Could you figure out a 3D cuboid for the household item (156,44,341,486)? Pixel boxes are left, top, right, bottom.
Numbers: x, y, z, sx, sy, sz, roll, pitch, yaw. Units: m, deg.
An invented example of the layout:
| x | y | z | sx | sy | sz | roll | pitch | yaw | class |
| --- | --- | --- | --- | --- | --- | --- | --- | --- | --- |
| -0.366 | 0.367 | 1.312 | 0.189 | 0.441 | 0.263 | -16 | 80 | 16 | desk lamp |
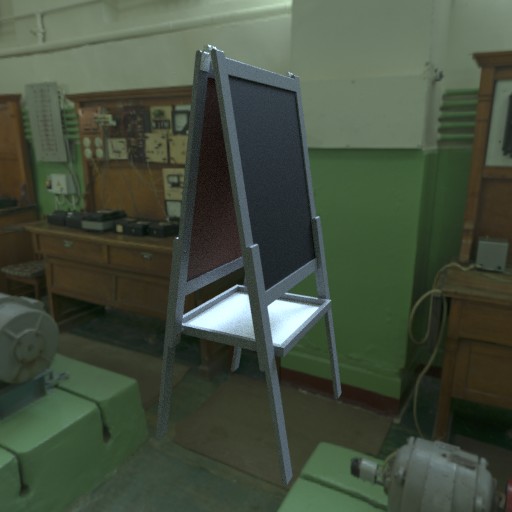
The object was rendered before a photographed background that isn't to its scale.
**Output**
| x | y | z | sx | sy | sz | roll | pitch | yaw | class |
| --- | --- | --- | --- | --- | --- | --- | --- | --- | --- |
| 0.000 | 0.000 | 1.439 | 0.469 | 1.172 | 0.531 | 7 | 16 | 26 | household item |
